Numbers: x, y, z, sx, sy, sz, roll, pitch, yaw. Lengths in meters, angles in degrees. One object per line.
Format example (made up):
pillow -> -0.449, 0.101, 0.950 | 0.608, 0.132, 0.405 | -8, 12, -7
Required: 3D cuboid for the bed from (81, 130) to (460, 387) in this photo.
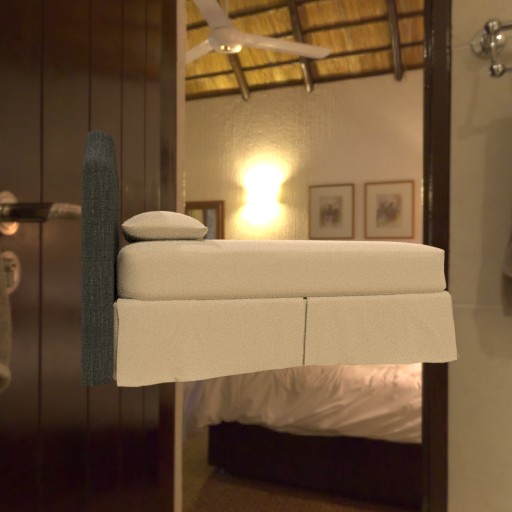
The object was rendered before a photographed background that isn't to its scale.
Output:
bed -> 0.000, 0.000, 3.219 | 2.208, 1.297, 1.828 | 0, 0, -16
